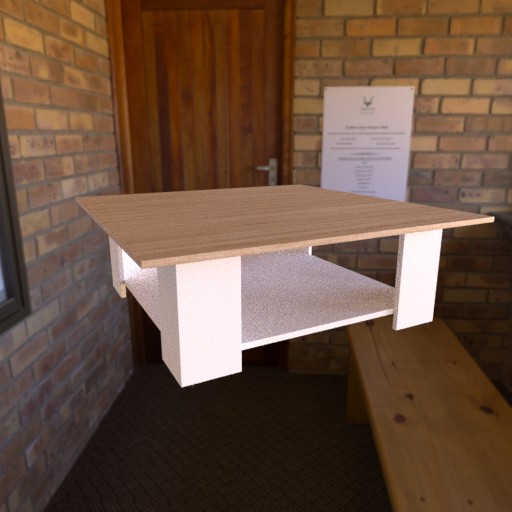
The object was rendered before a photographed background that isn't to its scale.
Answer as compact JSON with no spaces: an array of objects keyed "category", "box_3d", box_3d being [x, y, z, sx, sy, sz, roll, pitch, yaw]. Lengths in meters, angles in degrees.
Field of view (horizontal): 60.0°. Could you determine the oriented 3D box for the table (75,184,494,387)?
[{"category":"table","box_3d":[0.000,0.000,1.336,0.890,0.305,0.890,-8,17,-27]}]
